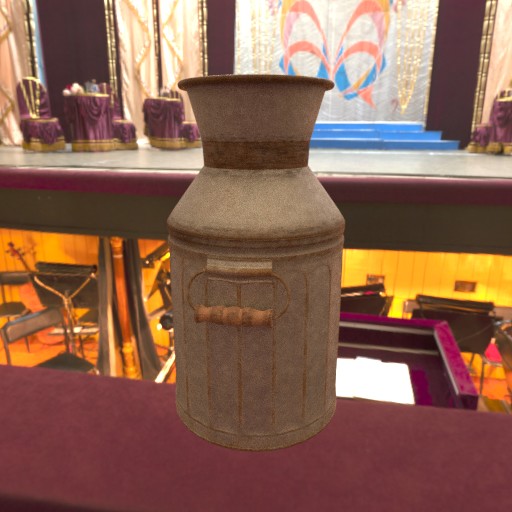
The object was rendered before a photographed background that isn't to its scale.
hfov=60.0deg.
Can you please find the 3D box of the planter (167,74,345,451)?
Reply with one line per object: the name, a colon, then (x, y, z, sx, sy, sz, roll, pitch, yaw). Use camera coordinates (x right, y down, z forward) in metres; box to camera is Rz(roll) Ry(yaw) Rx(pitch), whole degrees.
planter: (0.000, 0.000, 0.542, 0.214, 0.396, 0.245, 3, 17, 9)
